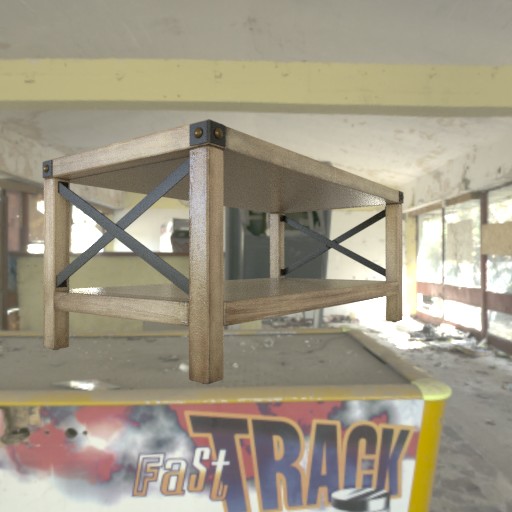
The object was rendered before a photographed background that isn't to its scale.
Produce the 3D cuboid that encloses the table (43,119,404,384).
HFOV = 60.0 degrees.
[{"bbox_3d":[0.000,0.000,1.310,0.559,0.456,1.016,0,-1,37],"label":"table"}]
